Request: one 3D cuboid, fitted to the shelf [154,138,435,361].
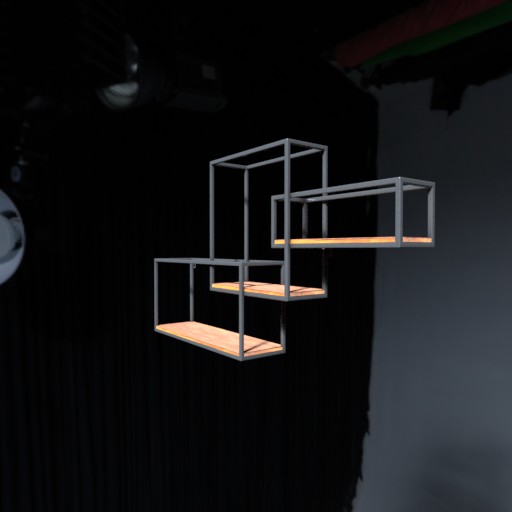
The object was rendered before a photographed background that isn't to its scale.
[{"bbox_3d":[0.000,0.000,2.179,0.275,0.972,1.781,-1,1,-37],"label":"shelf"}]
